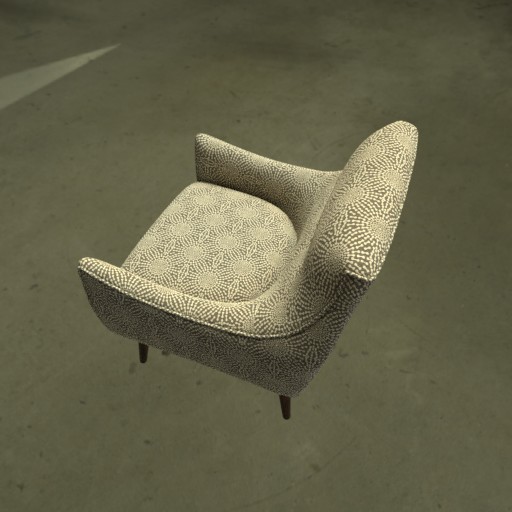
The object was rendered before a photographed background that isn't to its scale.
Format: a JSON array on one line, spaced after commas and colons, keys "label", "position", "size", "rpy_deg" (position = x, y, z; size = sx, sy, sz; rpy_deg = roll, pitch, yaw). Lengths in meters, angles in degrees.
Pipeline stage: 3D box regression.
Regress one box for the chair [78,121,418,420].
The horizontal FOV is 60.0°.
[{"label": "chair", "position": [0.000, 0.000, 1.453], "size": [0.787, 0.838, 0.762], "rpy_deg": [17, 49, 15]}]
